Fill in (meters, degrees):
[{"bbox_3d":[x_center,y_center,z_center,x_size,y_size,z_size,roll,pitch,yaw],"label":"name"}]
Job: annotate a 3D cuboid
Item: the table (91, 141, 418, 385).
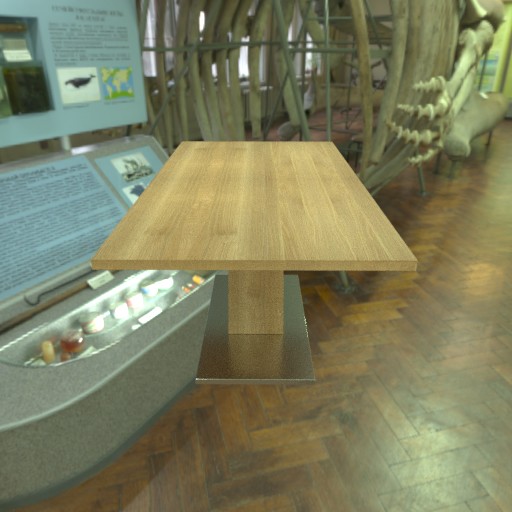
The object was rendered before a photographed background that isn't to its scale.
[{"bbox_3d":[0.000,0.000,2.101,0.900,0.750,1.600,0,26,0],"label":"table"}]
